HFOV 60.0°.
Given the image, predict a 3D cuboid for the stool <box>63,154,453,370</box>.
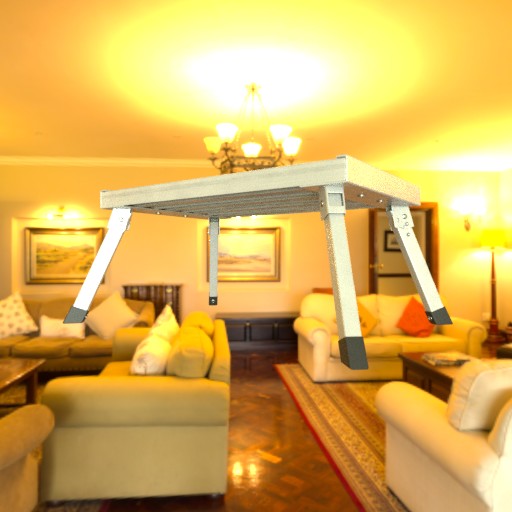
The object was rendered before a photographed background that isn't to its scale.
[{"bbox_3d":[0.000,0.000,0.737,0.535,0.225,0.385,0,0,36],"label":"stool"}]
